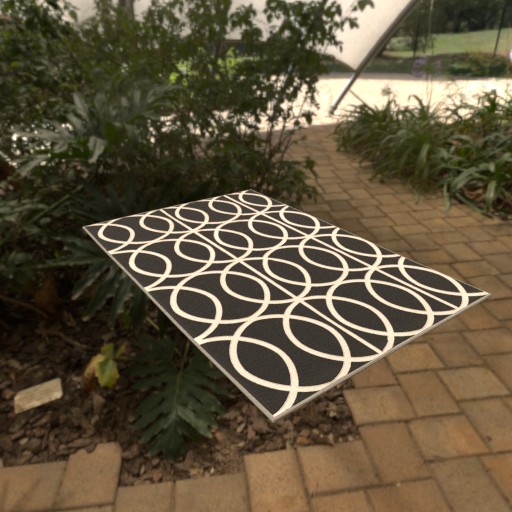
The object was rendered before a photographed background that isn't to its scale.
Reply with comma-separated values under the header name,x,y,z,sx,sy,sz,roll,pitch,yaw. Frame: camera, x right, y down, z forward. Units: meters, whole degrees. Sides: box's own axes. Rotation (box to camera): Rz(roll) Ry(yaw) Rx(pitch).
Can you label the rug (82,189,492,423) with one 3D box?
name,x,y,z,sx,sy,sz,roll,pitch,yaw
rug,0.000,0.000,2.843,1.528,0.014,2.294,-18,32,-32
